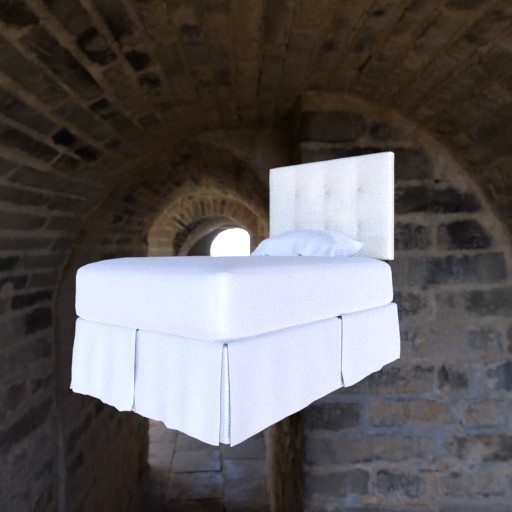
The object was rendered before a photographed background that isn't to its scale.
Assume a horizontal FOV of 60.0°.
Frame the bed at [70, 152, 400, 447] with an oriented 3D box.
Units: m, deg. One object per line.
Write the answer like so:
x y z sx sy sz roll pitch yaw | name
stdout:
0.000 0.000 2.946 1.261 1.571 1.997 0 0 38 | bed
